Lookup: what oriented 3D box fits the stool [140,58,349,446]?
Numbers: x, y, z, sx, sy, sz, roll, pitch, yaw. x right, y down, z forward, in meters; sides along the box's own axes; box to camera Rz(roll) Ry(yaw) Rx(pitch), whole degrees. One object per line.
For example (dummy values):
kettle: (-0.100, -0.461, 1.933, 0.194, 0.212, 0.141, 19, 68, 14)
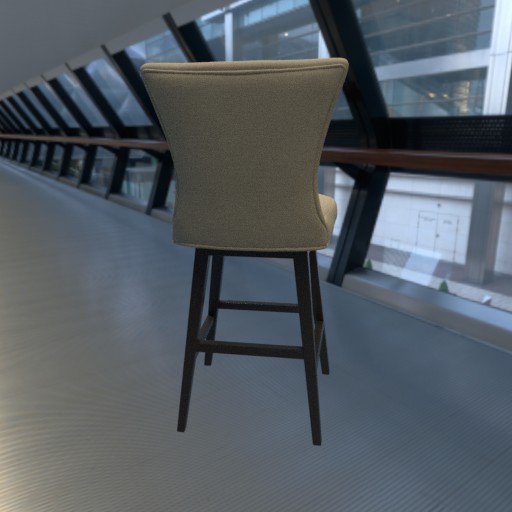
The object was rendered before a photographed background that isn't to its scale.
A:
stool: (0.000, 0.000, 1.417, 0.514, 1.086, 0.574, 2, 14, 8)
